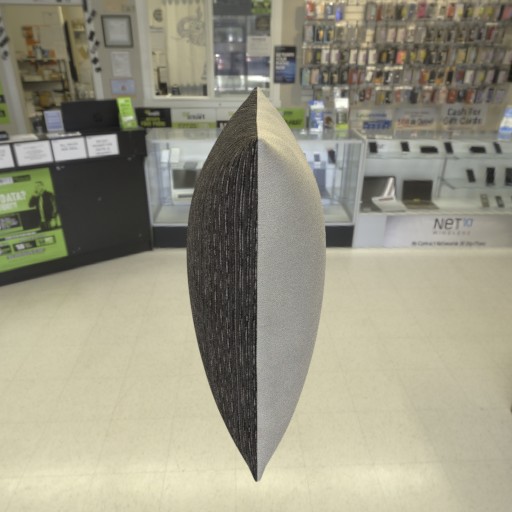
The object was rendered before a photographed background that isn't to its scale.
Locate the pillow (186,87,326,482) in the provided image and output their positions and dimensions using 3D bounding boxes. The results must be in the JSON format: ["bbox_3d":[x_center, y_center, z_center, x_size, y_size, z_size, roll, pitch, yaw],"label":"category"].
[{"bbox_3d":[0.000,0.000,0.660,0.196,0.434,0.433,0,26,0],"label":"pillow"}]
